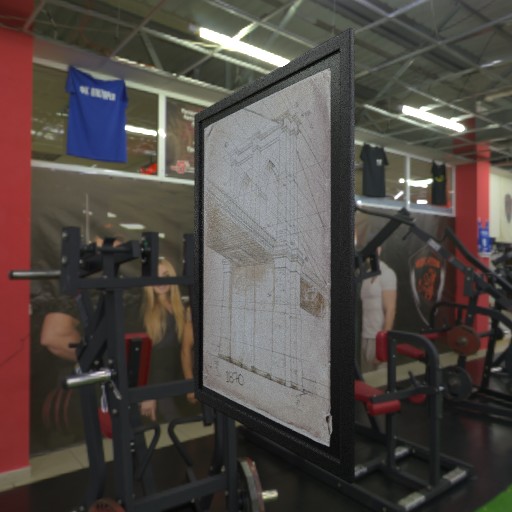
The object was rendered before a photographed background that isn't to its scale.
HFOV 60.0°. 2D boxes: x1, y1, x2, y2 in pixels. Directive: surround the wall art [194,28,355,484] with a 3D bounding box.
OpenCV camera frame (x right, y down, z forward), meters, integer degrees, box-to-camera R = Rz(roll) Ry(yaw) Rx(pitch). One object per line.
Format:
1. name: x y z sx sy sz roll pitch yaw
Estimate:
1. wall art: 0.000 0.000 1.231 0.013 0.967 0.707 0 0 -36
